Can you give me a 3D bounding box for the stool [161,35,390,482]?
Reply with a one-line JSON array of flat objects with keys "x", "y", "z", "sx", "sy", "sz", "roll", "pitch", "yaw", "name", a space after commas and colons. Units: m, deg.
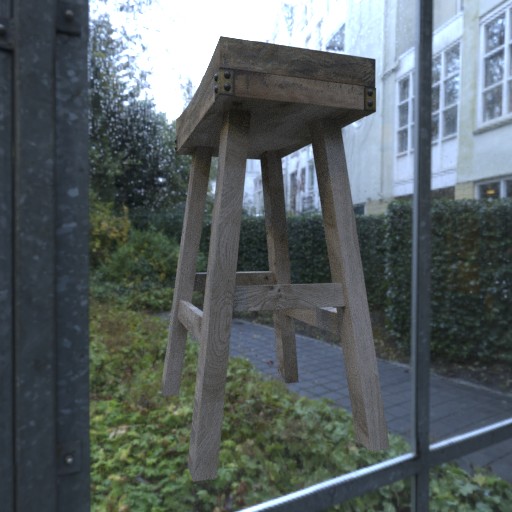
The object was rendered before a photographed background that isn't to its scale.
[{"x": 0.000, "y": 0.000, "z": 0.881, "sx": 0.330, "sy": 0.635, "sz": 0.450, "roll": 0, "pitch": 2, "yaw": -18, "name": "stool"}]
